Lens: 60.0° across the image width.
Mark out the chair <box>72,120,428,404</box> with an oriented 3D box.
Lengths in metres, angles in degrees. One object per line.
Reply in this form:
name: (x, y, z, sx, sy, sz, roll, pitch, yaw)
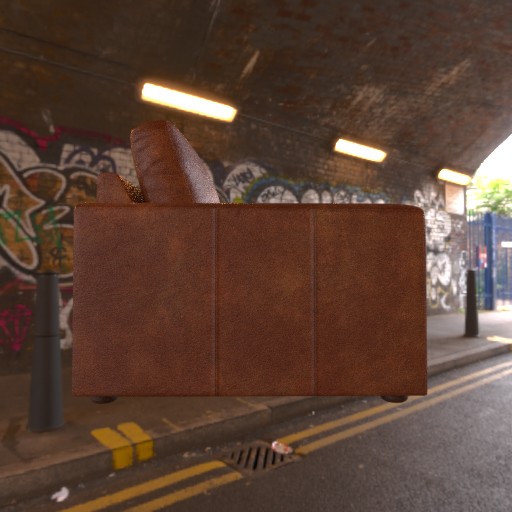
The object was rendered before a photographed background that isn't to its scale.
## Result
chair: (0.000, 0.000, 1.713, 1.016, 0.873, 1.005, 0, -1, 0)
